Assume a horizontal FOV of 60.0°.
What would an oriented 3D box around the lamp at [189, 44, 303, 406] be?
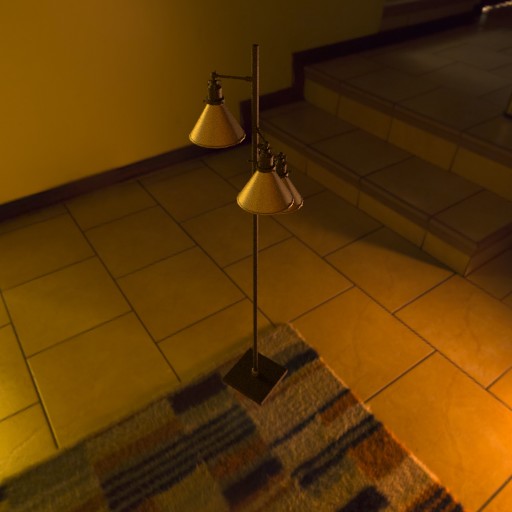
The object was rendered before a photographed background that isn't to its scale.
[{"bbox_3d":[0.000,0.000,1.906,0.428,1.716,0.415,25,46,26],"label":"lamp"}]
